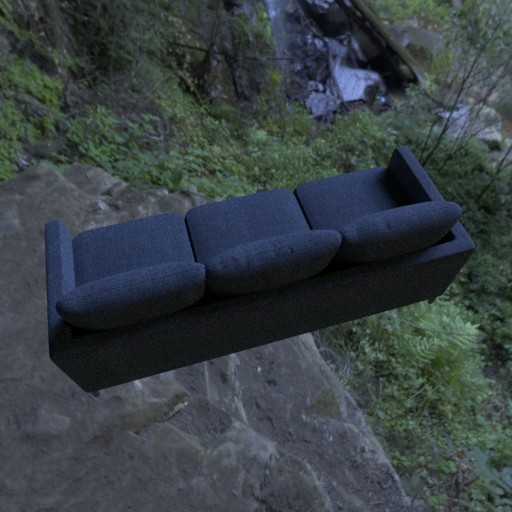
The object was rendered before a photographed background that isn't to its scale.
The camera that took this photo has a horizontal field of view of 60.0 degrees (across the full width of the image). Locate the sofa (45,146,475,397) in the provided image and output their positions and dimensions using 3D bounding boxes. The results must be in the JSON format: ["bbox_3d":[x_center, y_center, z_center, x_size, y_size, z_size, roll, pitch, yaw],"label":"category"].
[{"bbox_3d":[0.000,0.000,2.594,2.218,0.874,0.859,-14,58,-9],"label":"sofa"}]
